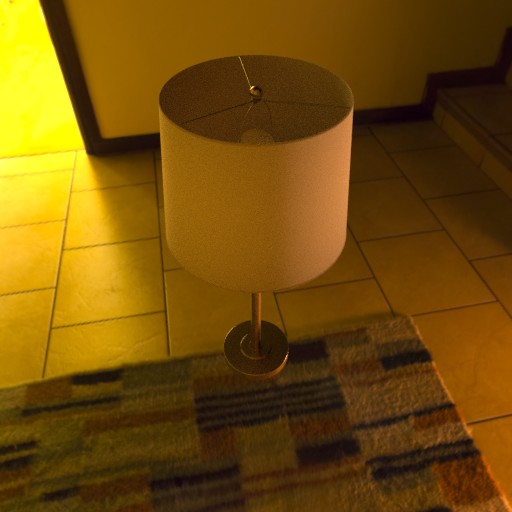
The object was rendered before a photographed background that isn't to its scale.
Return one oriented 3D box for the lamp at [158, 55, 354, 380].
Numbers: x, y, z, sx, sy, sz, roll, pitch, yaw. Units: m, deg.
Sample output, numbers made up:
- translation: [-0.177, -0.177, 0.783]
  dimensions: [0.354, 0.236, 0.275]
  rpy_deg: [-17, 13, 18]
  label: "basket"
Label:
- translation: [0.000, 0.000, 0.885]
  dimensions: [0.333, 0.696, 0.333]
  rpy_deg: [0, 45, 0]
  label: "lamp"
